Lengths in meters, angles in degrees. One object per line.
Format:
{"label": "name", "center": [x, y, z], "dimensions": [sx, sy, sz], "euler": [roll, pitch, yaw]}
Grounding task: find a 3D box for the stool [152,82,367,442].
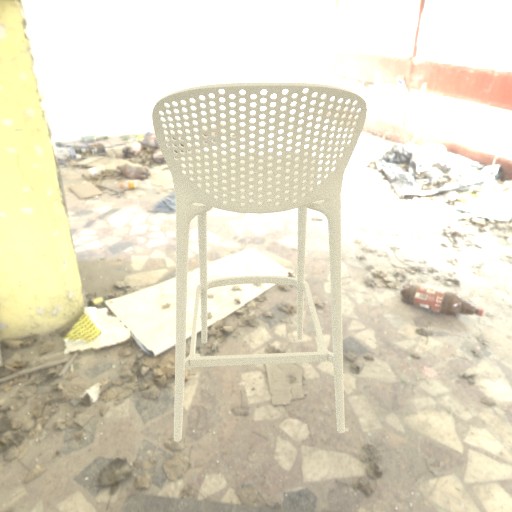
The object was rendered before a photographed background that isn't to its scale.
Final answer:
{"label": "stool", "center": [0.000, 0.000, 1.320], "dimensions": [0.536, 1.045, 0.535], "euler": [-2, 29, -3]}
